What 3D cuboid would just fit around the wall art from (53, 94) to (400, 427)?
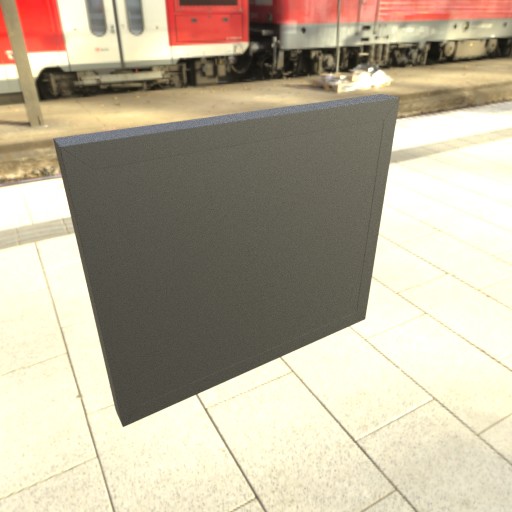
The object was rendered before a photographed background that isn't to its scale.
[{"bbox_3d":[0.000,0.000,0.529,0.381,0.330,0.029,-17,34,-27],"label":"wall art"}]
